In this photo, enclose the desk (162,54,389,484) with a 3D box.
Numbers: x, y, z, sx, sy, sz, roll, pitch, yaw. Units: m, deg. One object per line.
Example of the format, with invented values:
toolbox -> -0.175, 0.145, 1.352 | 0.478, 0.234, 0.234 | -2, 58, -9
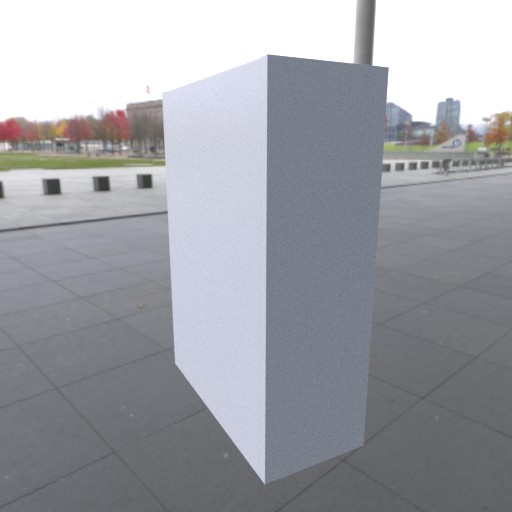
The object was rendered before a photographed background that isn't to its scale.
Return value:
desk -> 0.000, 0.000, 1.617 | 0.390, 1.190, 0.850 | -7, 16, -27
